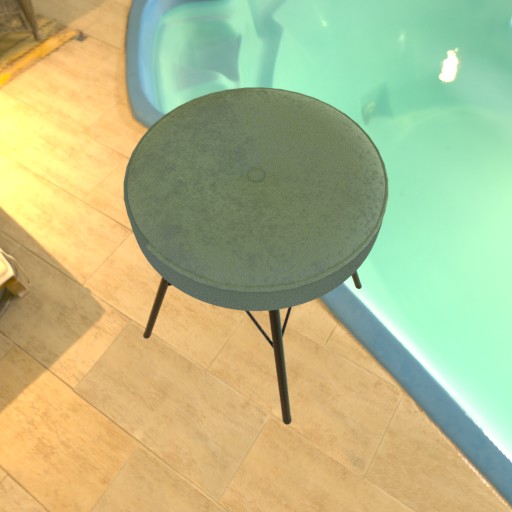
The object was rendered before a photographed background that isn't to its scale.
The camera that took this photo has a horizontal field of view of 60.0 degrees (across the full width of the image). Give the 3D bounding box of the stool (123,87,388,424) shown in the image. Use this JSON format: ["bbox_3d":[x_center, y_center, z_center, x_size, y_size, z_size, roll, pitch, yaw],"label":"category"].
[{"bbox_3d":[0.000,0.000,0.890,0.458,0.519,0.457,35,65,19],"label":"stool"}]
